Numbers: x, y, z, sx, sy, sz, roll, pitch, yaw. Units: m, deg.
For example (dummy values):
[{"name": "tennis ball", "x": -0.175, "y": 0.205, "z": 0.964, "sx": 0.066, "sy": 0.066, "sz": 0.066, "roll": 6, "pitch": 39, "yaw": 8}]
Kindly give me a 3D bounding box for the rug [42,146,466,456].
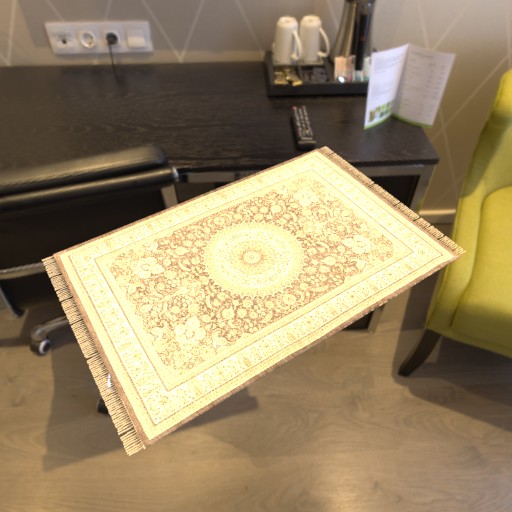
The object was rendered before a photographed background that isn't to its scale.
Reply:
[{"name": "rug", "x": 0.000, "y": 0.000, "z": 4.192, "sx": 3.422, "sy": 0.015, "sz": 2.143, "roll": -26, "pitch": 53, "yaw": -22}]
